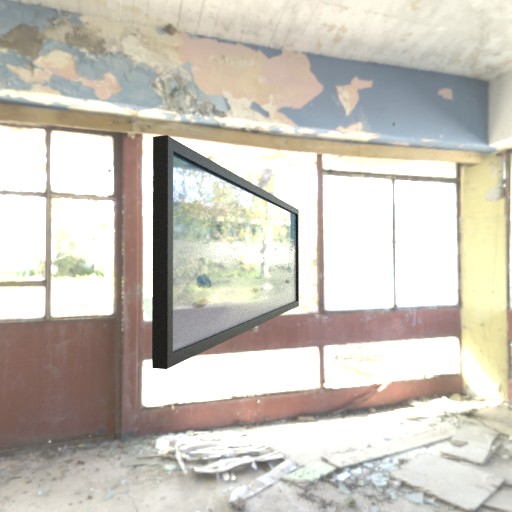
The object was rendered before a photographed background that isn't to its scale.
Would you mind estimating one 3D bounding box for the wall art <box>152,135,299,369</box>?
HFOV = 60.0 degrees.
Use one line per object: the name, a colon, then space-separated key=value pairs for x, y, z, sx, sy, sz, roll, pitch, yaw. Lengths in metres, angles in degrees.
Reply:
wall art: x=0.000 y=0.000 z=1.806 sx=0.041 sy=0.554 sz=1.572 roll=0 pitch=-1 yaw=17
